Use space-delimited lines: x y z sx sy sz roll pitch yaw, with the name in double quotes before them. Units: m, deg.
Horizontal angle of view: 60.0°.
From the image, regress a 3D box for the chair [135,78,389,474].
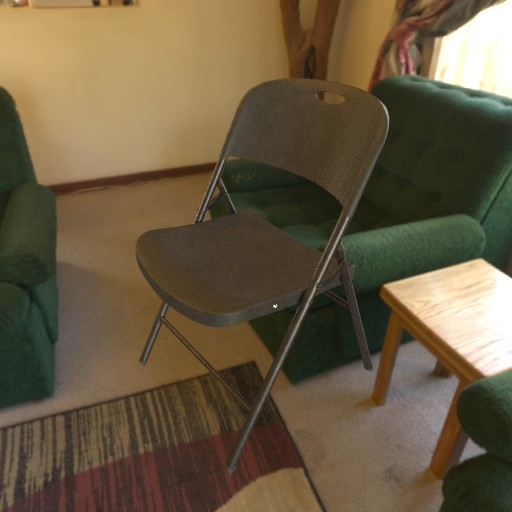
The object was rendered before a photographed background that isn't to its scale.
"chair" 0.000 0.000 1.180 0.566 0.810 0.494 -23 39 -32
